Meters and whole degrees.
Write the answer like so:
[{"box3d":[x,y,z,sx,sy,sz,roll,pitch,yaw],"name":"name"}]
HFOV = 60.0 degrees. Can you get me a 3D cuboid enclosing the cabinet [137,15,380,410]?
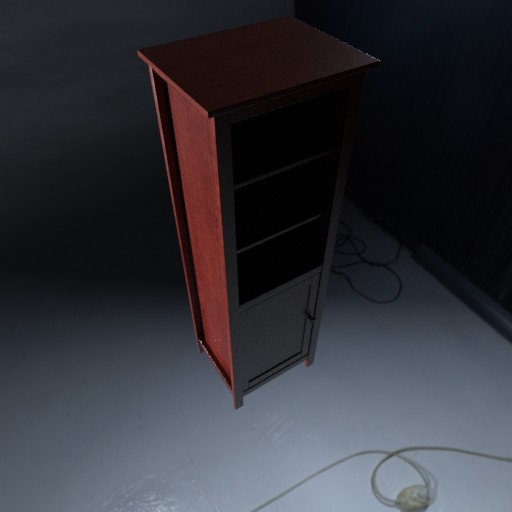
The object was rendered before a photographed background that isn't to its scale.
[{"box3d":[0.000,0.000,1.707,0.500,1.518,0.401,-25,51,-22],"name":"cabinet"}]
